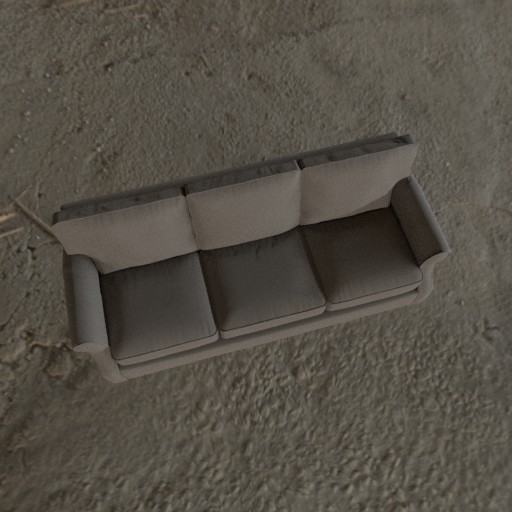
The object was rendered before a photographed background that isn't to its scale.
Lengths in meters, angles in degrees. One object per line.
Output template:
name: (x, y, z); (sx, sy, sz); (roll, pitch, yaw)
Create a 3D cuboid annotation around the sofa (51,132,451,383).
sofa: (0.000, 0.000, 2.863); (2.353, 0.948, 0.966); (-14, 65, -6)
